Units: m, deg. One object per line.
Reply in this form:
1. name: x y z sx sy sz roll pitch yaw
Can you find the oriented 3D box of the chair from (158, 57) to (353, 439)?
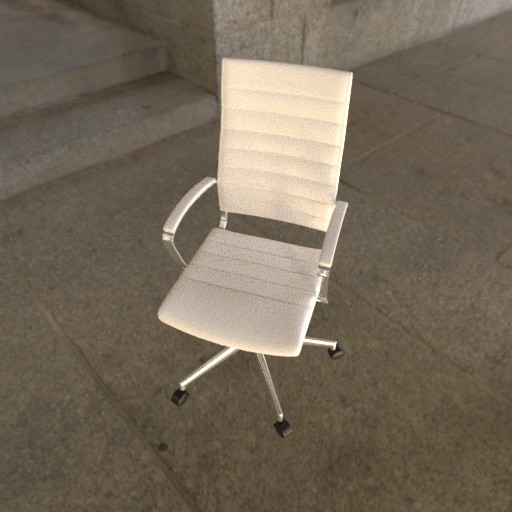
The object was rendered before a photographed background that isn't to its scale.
1. chair: 0.000 0.000 1.610 0.766 1.149 0.739 12 44 13
